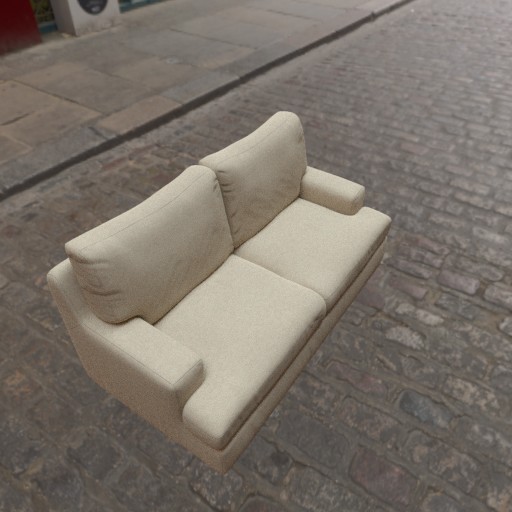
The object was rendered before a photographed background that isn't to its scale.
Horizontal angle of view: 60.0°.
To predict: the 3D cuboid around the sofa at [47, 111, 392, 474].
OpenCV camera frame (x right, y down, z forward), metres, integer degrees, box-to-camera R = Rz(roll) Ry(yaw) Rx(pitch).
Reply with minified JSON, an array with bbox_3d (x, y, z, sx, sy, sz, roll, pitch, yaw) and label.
[{"bbox_3d":[0.000,0.000,2.484,0.962,0.967,1.885,24,46,26],"label":"sofa"}]
